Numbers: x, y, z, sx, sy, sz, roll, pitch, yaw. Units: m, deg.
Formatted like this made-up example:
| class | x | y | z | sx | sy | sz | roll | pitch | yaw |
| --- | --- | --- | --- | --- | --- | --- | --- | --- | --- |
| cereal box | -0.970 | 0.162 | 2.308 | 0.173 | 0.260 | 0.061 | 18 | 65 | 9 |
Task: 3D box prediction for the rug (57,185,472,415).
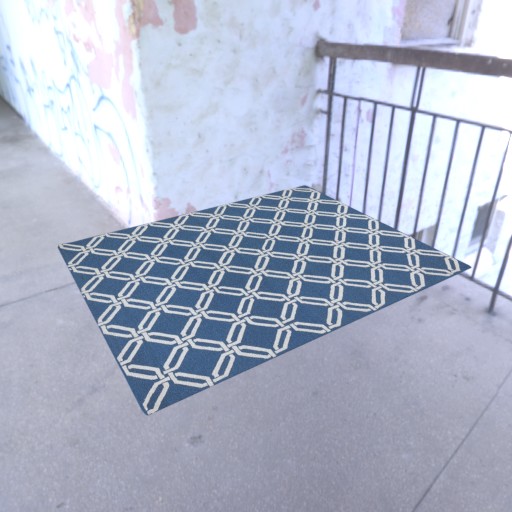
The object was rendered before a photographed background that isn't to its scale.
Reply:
| class | x | y | z | sx | sy | sz | roll | pitch | yaw |
| --- | --- | --- | --- | --- | --- | --- | --- | --- | --- |
| rug | 0.000 | 0.000 | 3.877 | 2.867 | 0.020 | 2.277 | -18 | 34 | -28 |
